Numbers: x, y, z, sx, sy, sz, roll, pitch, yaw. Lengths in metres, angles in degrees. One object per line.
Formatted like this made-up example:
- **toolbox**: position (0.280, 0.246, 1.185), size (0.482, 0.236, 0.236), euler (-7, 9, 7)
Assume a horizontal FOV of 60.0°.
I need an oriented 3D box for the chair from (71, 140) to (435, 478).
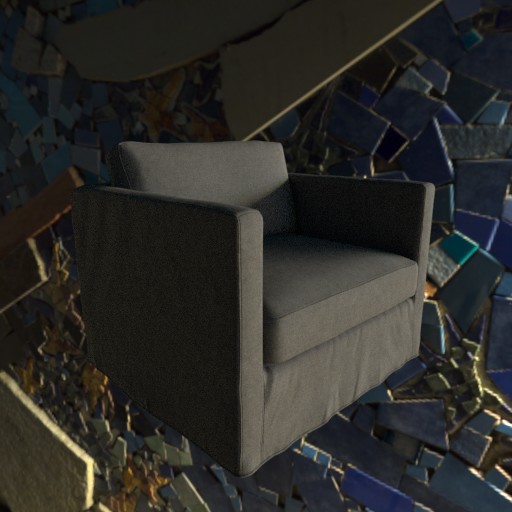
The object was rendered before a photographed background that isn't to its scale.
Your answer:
- **chair**: position (0.000, 0.000, 1.715), size (1.057, 0.863, 0.949), euler (-14, 20, -43)
